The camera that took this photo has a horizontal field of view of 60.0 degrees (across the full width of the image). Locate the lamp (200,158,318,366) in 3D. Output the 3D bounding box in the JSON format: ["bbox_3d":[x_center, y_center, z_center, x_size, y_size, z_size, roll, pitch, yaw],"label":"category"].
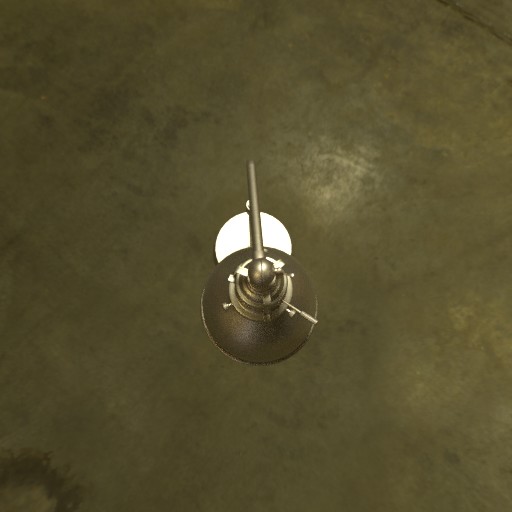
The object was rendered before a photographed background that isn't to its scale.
[{"bbox_3d":[0.000,0.000,0.593,0.153,0.456,0.286,-4,76,-1],"label":"lamp"}]
